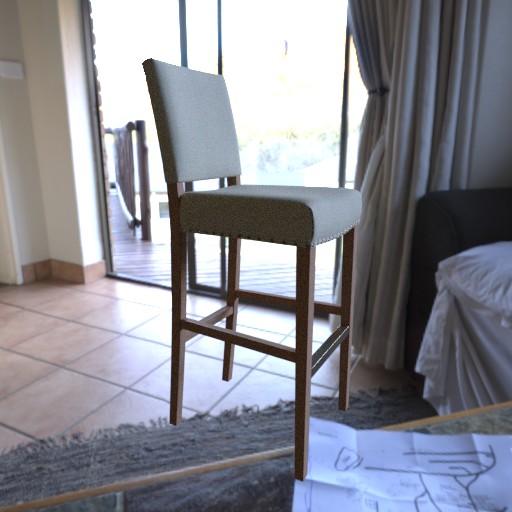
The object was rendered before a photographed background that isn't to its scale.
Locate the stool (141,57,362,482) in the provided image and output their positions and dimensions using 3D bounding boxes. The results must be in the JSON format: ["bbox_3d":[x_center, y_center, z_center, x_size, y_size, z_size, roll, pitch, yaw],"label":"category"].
[{"bbox_3d":[0.000,0.000,1.396,0.546,1.143,0.428,8,16,28],"label":"stool"}]
